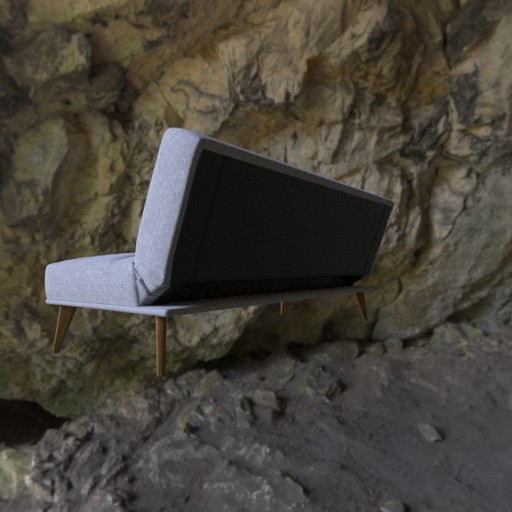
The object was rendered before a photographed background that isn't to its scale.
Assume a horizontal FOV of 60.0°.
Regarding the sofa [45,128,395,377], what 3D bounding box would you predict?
[{"bbox_3d":[0.000,0.000,2.290,0.860,0.810,1.800,-1,-1,36],"label":"sofa"}]
